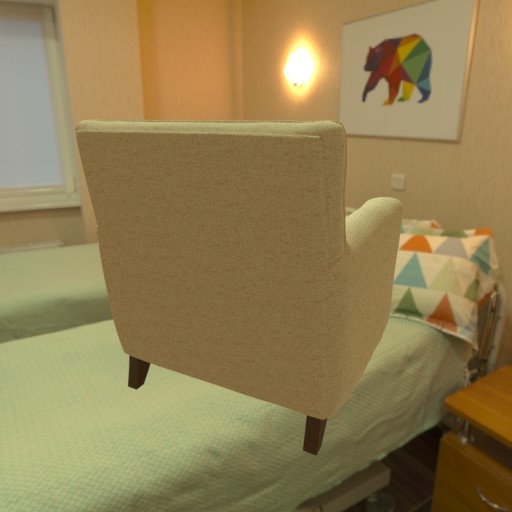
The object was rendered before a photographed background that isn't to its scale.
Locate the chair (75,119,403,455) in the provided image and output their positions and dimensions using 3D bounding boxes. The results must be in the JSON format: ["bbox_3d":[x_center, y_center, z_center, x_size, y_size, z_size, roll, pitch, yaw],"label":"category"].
[{"bbox_3d":[0.000,0.000,1.596,0.870,0.943,0.823,9,20,27],"label":"chair"}]
